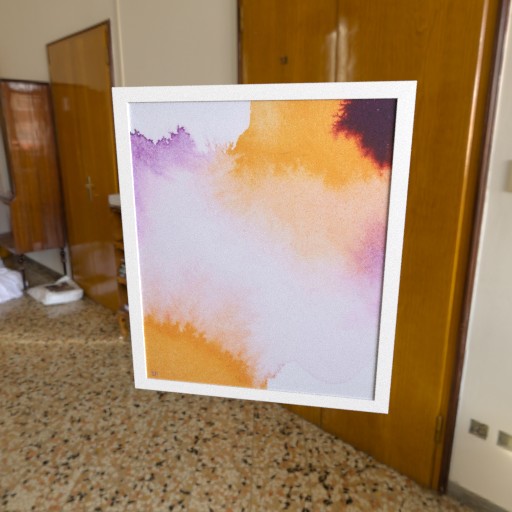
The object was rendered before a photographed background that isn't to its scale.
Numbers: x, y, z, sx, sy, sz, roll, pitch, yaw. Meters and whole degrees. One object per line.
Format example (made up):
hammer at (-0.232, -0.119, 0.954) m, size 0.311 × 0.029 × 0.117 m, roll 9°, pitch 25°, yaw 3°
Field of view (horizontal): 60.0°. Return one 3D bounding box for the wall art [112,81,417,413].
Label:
wall art at (0.000, 0.000, 0.767) m, size 0.482 × 0.557 × 0.012 m, roll 3°, pitch 15°, yaw 10°
